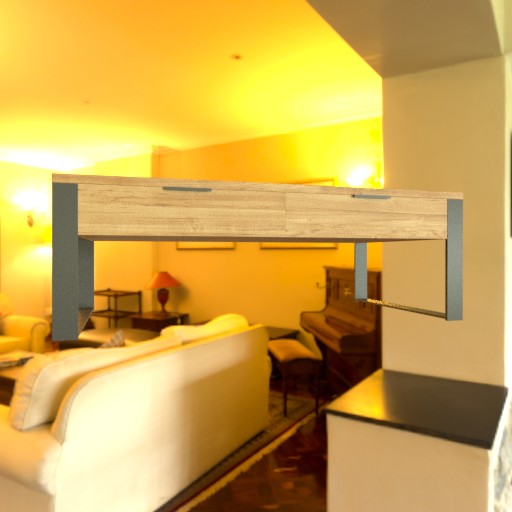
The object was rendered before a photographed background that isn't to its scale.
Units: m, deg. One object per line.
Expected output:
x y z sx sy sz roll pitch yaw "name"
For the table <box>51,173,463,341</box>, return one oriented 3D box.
0.000 0.000 1.492 1.180 0.400 0.590 0 0 -16 "table"
